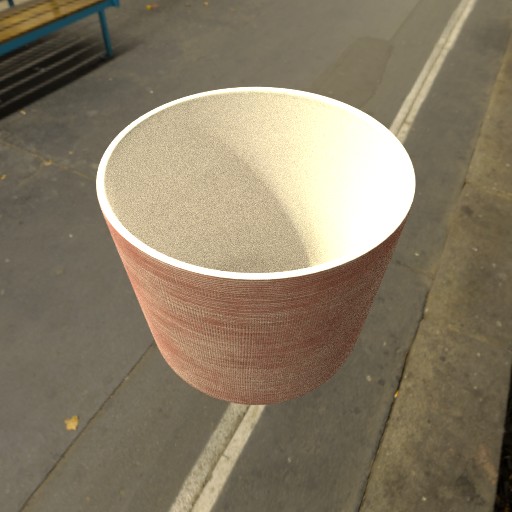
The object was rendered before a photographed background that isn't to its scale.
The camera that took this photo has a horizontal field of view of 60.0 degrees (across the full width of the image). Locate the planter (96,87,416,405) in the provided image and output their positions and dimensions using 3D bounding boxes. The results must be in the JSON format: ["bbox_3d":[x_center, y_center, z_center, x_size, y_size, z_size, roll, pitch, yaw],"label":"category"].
[{"bbox_3d":[0.000,0.000,0.772,0.440,0.398,0.440,0,47,0],"label":"planter"}]
